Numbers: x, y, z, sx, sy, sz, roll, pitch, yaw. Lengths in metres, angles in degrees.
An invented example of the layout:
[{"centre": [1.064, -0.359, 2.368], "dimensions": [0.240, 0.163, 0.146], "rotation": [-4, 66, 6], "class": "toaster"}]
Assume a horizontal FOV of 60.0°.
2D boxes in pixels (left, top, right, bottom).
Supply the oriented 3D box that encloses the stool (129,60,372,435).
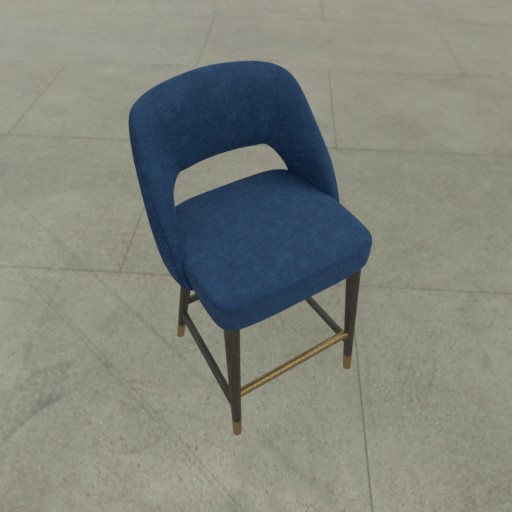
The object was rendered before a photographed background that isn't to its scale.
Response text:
[{"centre": [0.000, 0.000, 1.288], "dimensions": [0.536, 0.925, 0.524], "rotation": [-24, 51, -21], "class": "stool"}]
